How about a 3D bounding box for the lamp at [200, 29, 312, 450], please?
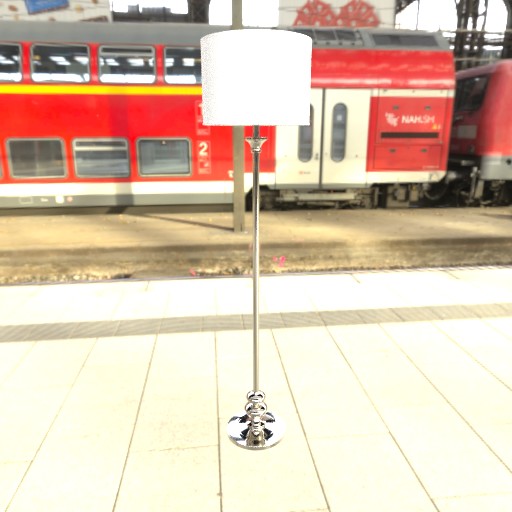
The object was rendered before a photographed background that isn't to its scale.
[{"bbox_3d":[0.000,0.000,1.621,0.356,1.487,0.356,-2,16,-8],"label":"lamp"}]
